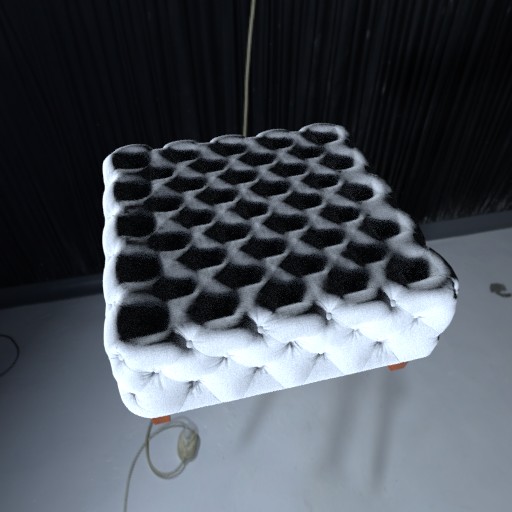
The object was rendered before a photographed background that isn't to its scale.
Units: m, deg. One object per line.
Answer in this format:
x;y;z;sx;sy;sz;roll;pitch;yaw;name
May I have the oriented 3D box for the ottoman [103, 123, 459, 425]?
0.000;0.000;1.216;0.764;0.365;0.758;-10;46;-9;ottoman
